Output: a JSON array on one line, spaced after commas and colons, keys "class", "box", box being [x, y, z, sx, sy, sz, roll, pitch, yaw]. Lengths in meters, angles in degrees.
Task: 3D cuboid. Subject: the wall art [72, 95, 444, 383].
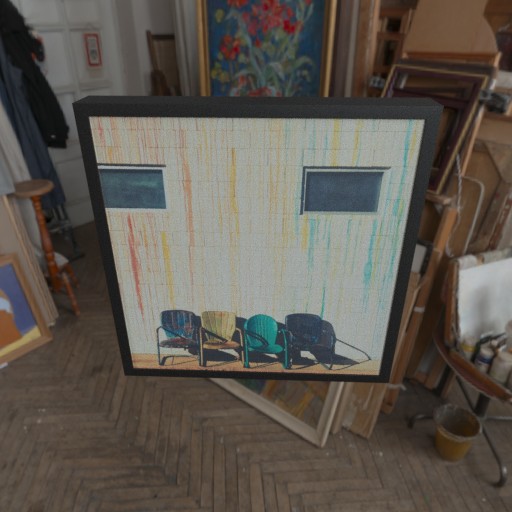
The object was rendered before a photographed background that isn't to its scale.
[{"class": "wall art", "box": [0.000, 0.000, 0.451, 0.304, 0.304, 0.038, 1, 29, 2]}]
